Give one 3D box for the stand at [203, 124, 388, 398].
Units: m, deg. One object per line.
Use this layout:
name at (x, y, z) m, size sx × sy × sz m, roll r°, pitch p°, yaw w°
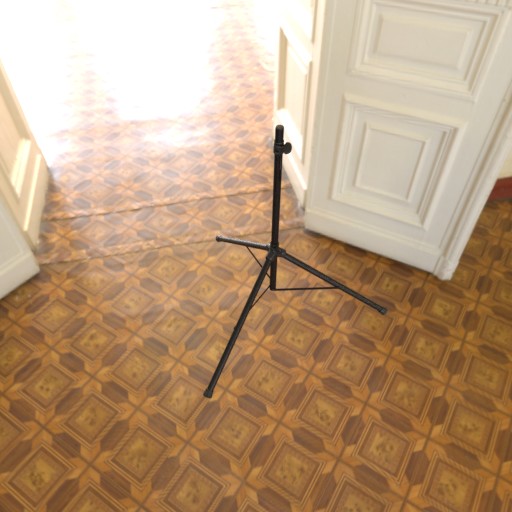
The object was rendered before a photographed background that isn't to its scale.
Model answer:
stand at (0.000, 0.000, 2.788) m, size 1.596 × 1.595 × 1.339 m, roll 25°, pitch 52°, yaw 21°
